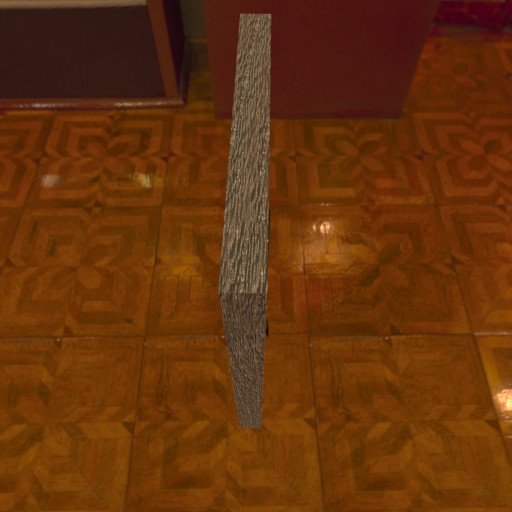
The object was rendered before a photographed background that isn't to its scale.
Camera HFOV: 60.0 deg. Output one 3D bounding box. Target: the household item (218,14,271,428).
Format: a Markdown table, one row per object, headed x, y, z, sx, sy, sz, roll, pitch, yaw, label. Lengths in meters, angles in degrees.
| x | y | z | sx | sy | sz | roll | pitch | yaw | label |
| --- | --- | --- | --- | --- | --- | --- | --- | --- | --- |
| 0.000 | 0.000 | 0.273 | 0.020 | 0.210 | 0.160 | 1 | 58 | 1 | household item |
